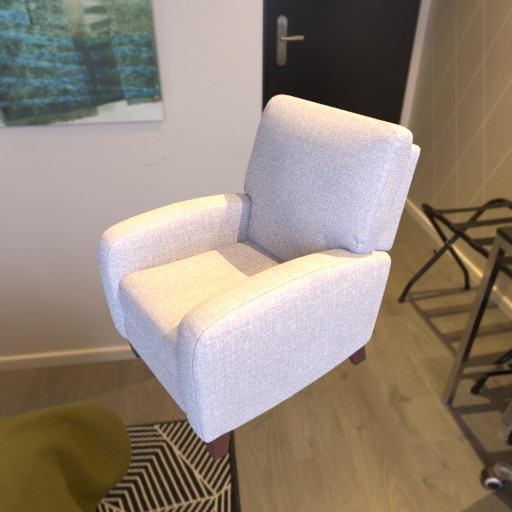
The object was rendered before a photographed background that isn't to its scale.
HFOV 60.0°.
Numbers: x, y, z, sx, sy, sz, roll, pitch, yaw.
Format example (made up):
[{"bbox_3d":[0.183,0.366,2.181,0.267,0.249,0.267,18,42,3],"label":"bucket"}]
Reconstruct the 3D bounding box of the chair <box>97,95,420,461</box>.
[{"bbox_3d":[0.000,0.000,1.682,0.990,0.990,0.762,-23,39,-31],"label":"chair"}]
